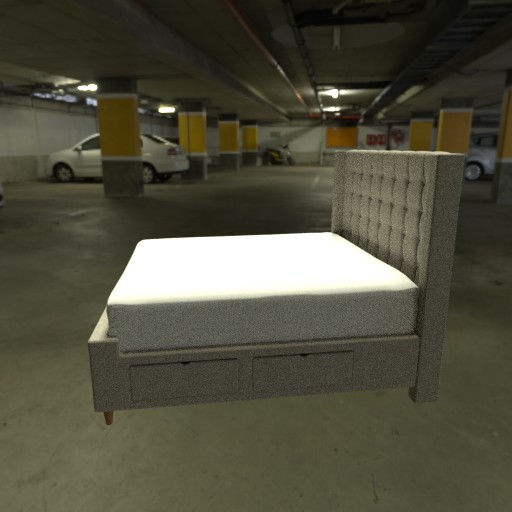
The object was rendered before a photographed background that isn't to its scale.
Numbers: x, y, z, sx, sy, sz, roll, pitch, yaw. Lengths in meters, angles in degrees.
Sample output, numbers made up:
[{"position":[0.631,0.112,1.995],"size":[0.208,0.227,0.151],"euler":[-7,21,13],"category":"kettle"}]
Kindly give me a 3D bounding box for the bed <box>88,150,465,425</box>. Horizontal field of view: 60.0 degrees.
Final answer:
[{"position":[0.000,0.000,3.779],"size":[2.372,1.748,2.044],"euler":[-2,14,-8],"category":"bed"}]
